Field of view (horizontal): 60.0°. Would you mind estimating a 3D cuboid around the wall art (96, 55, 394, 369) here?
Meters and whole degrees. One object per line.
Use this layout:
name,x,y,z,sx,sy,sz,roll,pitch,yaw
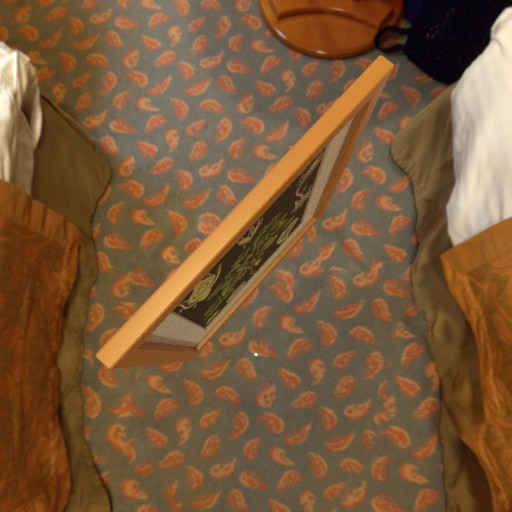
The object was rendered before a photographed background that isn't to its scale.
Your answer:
wall art,0.000,0.000,0.506,0.015,0.379,0.310,41,81,8
